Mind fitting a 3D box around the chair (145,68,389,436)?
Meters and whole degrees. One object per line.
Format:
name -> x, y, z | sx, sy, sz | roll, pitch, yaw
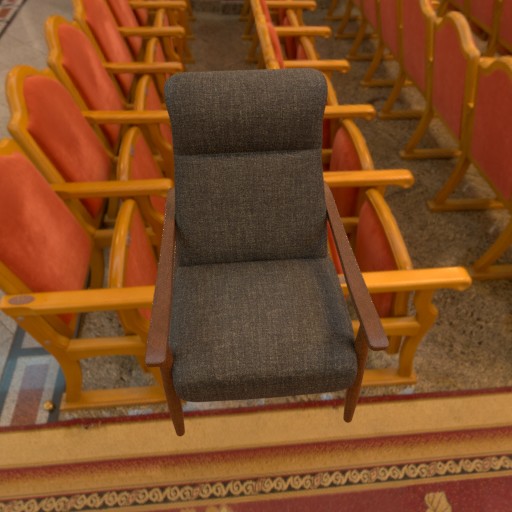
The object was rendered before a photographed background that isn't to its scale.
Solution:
chair -> 0.000, 0.000, 1.773 | 0.762, 1.082, 1.014 | -3, 47, -3
